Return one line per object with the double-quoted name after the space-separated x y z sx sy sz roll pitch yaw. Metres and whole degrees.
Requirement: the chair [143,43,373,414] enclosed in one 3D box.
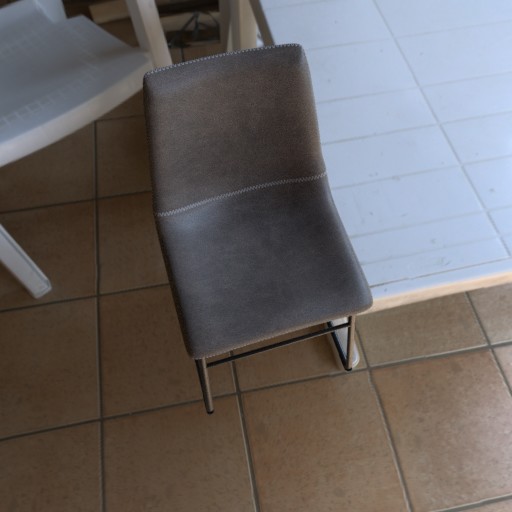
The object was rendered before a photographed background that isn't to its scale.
0.000 0.000 1.120 0.460 0.780 0.550 -15 63 -8 "chair"
